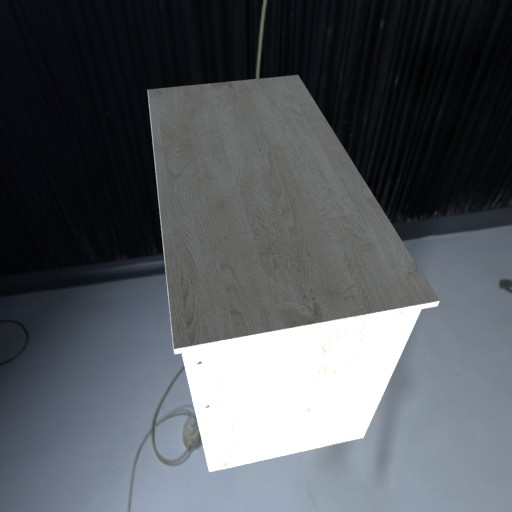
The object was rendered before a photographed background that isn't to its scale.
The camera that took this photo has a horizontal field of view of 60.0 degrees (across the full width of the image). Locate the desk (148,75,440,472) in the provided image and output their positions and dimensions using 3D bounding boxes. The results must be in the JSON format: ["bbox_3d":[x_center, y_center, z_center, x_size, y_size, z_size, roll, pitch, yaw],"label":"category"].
[{"bbox_3d":[0.000,0.000,1.528,0.560,0.730,1.096,-9,47,-8],"label":"desk"}]
